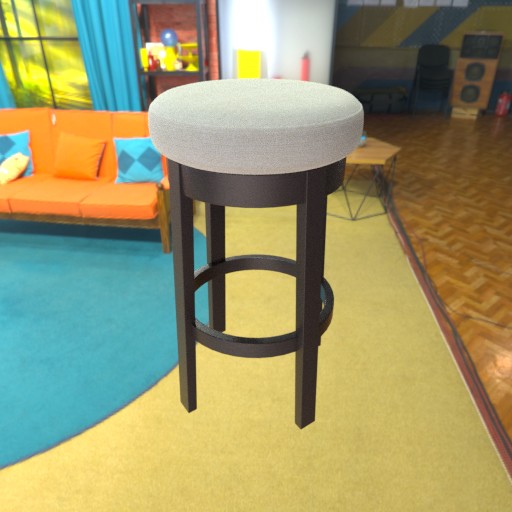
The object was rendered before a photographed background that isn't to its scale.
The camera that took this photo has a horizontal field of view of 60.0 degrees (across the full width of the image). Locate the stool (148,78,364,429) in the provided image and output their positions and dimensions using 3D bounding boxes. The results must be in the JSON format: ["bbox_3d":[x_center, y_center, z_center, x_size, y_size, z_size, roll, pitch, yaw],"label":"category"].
[{"bbox_3d":[0.000,0.000,1.059,0.446,0.758,0.446,0,30,0],"label":"stool"}]
